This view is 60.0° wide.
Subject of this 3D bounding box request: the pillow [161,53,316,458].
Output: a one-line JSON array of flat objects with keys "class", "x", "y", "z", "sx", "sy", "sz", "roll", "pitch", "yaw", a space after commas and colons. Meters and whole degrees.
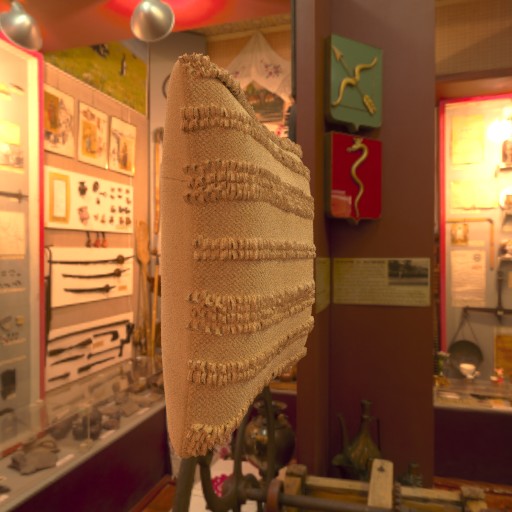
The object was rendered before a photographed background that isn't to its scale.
[{"class": "pillow", "x": 0.000, "y": 0.000, "z": 0.650, "sx": 0.145, "sy": 0.427, "sz": 0.437, "roll": 0, "pitch": 0, "yaw": 19}]
